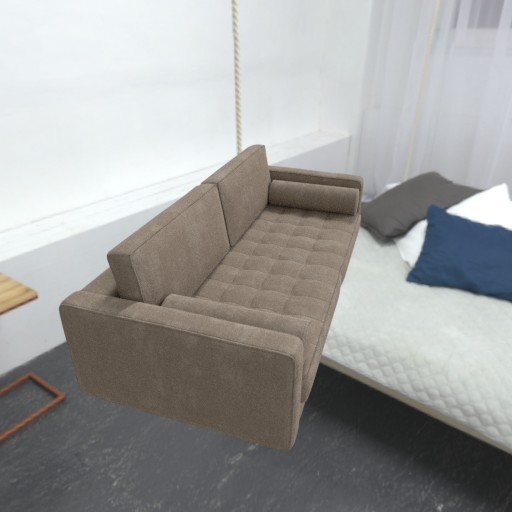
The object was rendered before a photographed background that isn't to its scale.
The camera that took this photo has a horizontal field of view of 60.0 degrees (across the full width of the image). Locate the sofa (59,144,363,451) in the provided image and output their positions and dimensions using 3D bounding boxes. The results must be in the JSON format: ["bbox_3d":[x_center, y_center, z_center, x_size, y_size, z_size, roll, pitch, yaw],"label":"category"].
[{"bbox_3d":[0.000,0.000,2.326,0.920,0.769,1.883,9,30,16],"label":"sofa"}]
